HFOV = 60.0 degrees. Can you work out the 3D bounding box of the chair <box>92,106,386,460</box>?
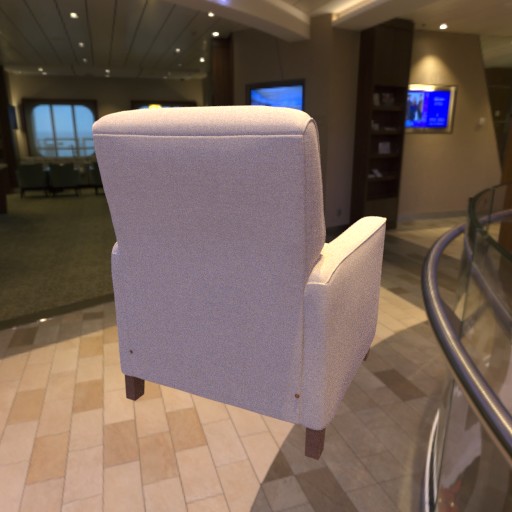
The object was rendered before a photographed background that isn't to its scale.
[{"bbox_3d":[0.000,0.000,1.653,0.841,1.023,0.858,7,17,24],"label":"chair"}]
